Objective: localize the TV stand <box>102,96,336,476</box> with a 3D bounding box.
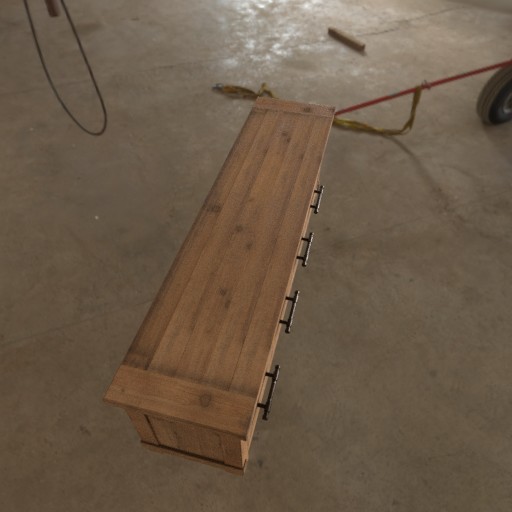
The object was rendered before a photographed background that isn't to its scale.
[{"bbox_3d":[0.000,0.000,2.040,0.453,0.573,1.804,11,49,10],"label":"TV stand"}]
